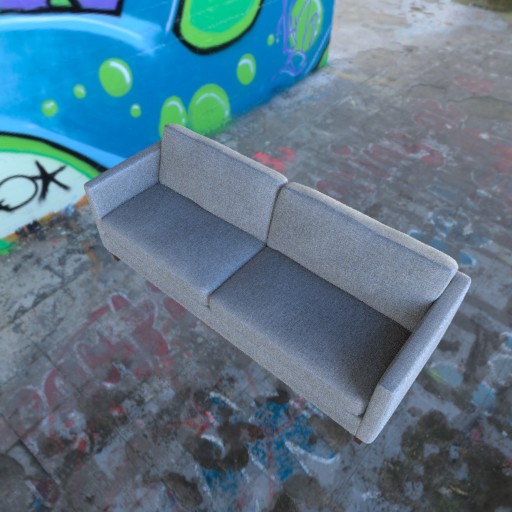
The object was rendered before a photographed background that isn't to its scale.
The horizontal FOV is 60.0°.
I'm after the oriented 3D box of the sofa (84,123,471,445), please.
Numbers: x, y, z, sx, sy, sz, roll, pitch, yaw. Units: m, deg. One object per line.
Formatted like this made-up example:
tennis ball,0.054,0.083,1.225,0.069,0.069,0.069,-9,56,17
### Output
sofa,0.000,0.000,2.972,2.434,0.951,0.948,32,54,26
